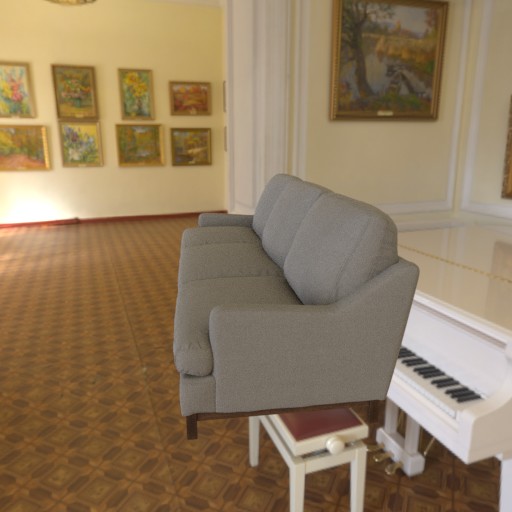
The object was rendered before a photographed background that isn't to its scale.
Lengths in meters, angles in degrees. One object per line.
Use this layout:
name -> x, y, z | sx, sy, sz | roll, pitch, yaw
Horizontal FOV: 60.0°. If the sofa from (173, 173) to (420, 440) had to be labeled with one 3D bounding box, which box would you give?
sofa -> 0.000, 0.000, 2.839 | 0.987, 0.926, 2.344 | -2, 15, -8
